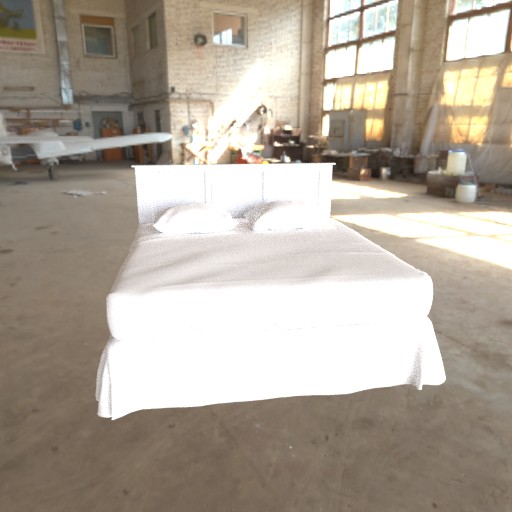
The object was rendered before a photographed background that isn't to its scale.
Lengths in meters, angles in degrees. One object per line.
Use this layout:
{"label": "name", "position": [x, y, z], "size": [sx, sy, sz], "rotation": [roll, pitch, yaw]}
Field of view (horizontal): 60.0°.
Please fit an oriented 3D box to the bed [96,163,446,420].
{"label": "bed", "position": [0.000, 0.000, 3.532], "size": [2.317, 1.273, 2.215], "rotation": [-2, 16, -8]}
